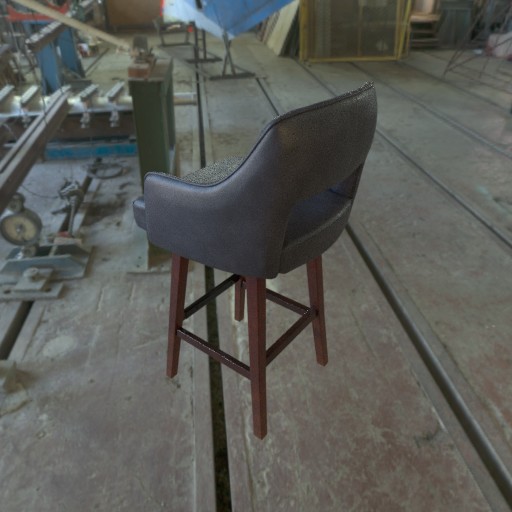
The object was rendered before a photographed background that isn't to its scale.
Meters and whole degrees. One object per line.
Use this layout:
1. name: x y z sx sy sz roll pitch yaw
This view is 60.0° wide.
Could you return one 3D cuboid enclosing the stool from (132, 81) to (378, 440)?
1. stool: 0.000 0.000 1.365 0.560 1.041 0.550 23 39 31
